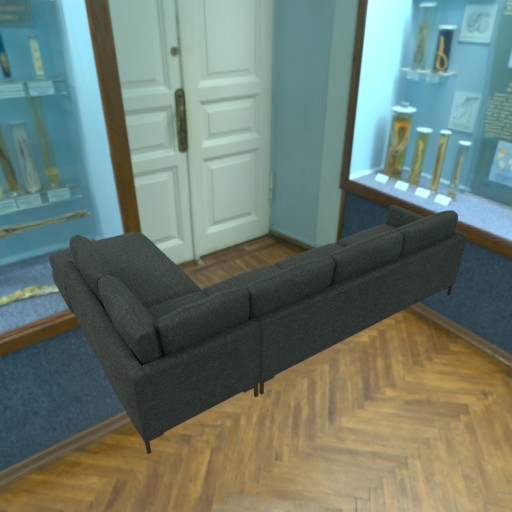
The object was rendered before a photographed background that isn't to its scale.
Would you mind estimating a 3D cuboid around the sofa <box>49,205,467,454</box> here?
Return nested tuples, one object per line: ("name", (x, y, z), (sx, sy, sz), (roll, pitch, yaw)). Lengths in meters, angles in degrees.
("sofa", (0.000, 0.000, 3.769), (2.949, 0.815, 2.007), (-19, 35, -29))
